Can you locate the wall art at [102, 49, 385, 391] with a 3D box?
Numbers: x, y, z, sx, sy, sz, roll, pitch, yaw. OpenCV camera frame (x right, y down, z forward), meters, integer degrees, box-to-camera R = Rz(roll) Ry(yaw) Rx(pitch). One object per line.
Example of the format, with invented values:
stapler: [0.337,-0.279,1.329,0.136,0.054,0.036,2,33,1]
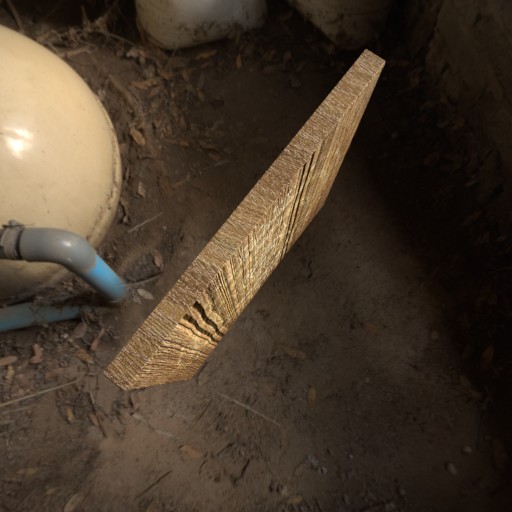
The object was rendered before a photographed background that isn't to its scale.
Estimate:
wall art: [0.000,0.000,0.912,0.042,0.608,0.611,36,79,8]
